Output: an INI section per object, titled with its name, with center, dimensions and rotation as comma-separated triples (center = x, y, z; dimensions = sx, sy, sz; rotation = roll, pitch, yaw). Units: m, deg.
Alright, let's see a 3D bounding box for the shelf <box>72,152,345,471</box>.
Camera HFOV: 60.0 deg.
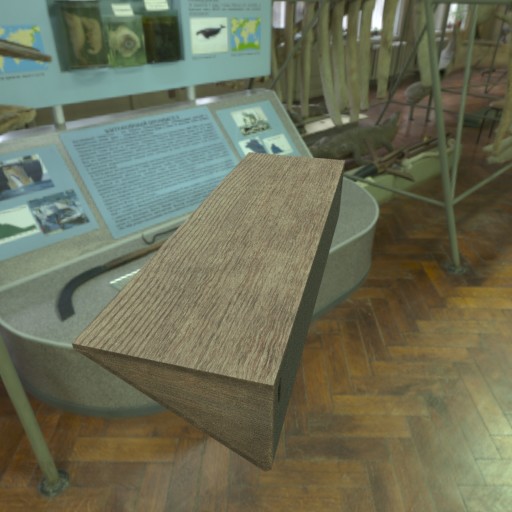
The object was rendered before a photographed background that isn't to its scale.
[shelf]
center = 0.000, 0.000, 0.687
dimensions = 0.200, 0.125, 0.610
rotation = 8, 32, 13
